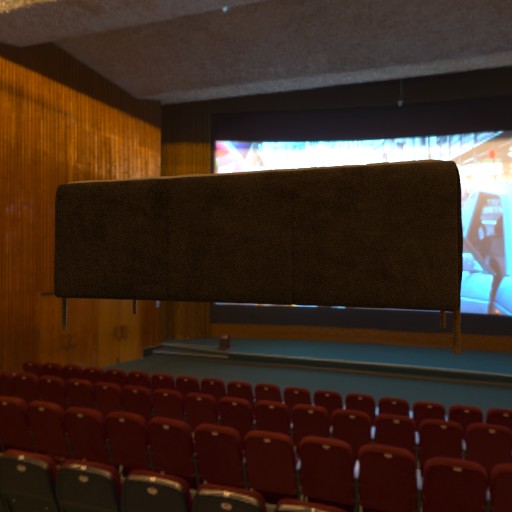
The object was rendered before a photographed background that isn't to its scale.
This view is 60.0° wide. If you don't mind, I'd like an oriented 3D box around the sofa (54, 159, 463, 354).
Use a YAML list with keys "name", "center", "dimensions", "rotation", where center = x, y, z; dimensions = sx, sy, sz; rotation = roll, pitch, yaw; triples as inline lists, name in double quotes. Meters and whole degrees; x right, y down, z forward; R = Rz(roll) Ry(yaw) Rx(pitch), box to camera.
- name: "sofa"
  center: [0.000, 0.000, 2.392]
  dimensions: [1.980, 0.780, 0.876]
  rotation: [0, 0, 18]
